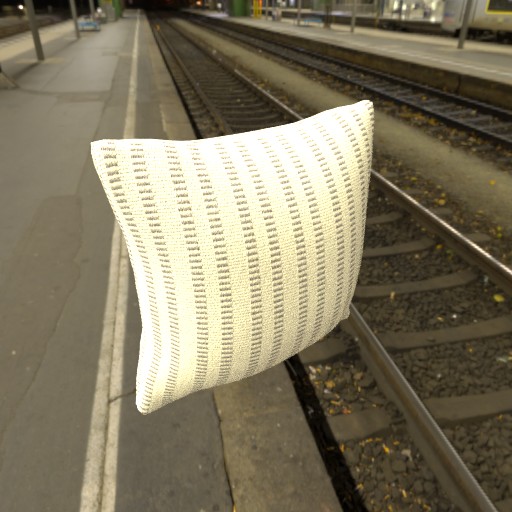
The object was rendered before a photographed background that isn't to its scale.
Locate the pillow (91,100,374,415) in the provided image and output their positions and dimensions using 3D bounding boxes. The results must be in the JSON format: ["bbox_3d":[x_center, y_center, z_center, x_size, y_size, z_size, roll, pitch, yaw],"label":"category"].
[{"bbox_3d":[0.000,0.000,0.684,0.438,0.419,0.247,-19,35,-29],"label":"pillow"}]
